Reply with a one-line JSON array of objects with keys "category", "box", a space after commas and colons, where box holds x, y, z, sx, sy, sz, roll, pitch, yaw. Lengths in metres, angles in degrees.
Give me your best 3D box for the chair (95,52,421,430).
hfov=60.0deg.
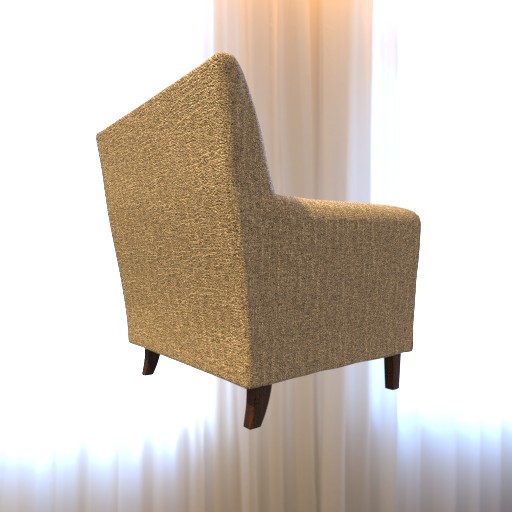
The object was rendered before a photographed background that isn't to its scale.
[{"category": "chair", "box": [0.000, 0.000, 1.592, 0.873, 0.928, 0.864, 0, 0, -38]}]
